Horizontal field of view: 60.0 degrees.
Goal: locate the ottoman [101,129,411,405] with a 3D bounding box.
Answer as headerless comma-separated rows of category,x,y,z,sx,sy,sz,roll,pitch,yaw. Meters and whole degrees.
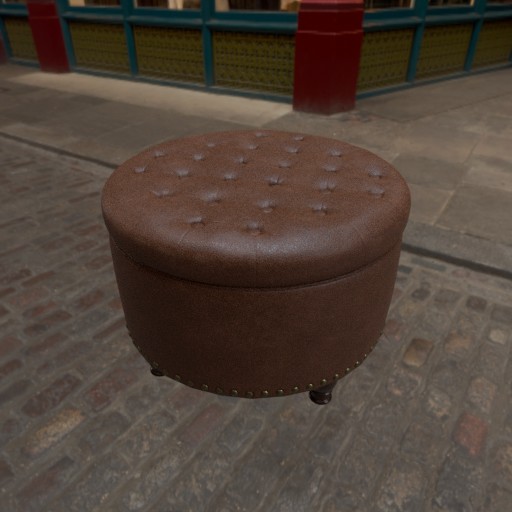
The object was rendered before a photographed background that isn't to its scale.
ottoman,0.000,0.000,1.045,0.637,0.442,0.637,0,33,0
